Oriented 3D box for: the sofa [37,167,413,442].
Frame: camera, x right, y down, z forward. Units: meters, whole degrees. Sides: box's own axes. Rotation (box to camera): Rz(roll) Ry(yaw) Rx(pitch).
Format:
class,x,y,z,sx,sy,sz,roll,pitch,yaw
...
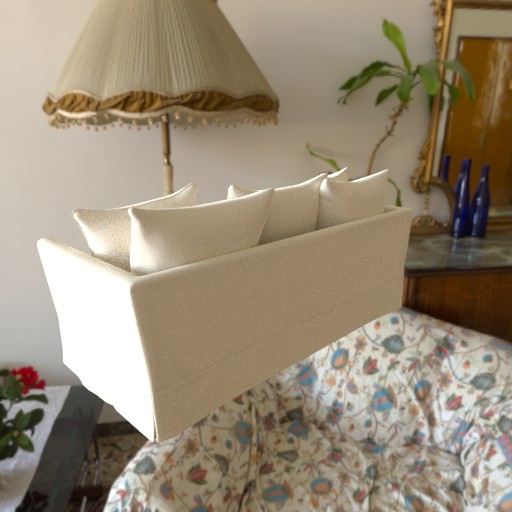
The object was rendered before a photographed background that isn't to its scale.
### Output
class,x,y,z,sx,sy,sz,roll,pitch,yaw
sofa,0.000,0.000,2.830,2.290,1.034,1.031,-16,23,-43
